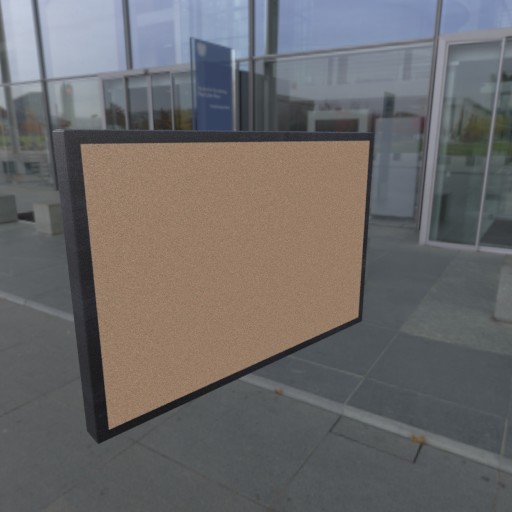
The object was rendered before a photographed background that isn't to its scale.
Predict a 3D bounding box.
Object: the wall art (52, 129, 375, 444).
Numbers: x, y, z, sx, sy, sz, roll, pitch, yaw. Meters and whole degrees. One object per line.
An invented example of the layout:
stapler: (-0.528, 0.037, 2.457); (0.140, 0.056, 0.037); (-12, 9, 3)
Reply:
wall art: (0.000, 0.000, 0.754); (0.610, 0.409, 0.038); (-13, 20, -41)
